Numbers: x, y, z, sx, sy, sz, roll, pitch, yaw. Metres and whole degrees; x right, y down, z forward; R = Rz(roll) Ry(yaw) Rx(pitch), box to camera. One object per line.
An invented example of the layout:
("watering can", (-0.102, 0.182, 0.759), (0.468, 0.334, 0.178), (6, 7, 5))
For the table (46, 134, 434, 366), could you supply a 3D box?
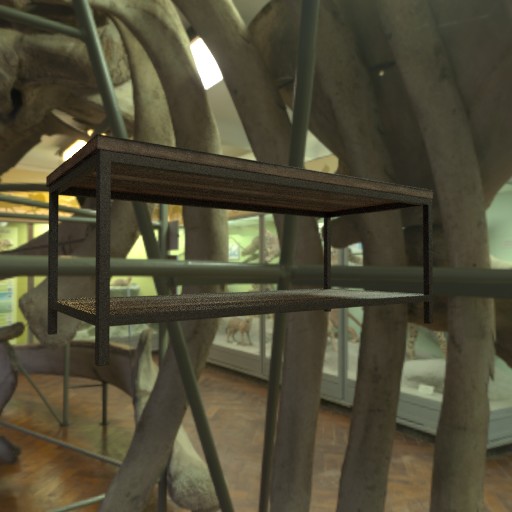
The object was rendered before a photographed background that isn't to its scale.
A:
("table", (0.000, 0.000, 1.227), (0.990, 0.399, 0.452), (1, -2, -35))
